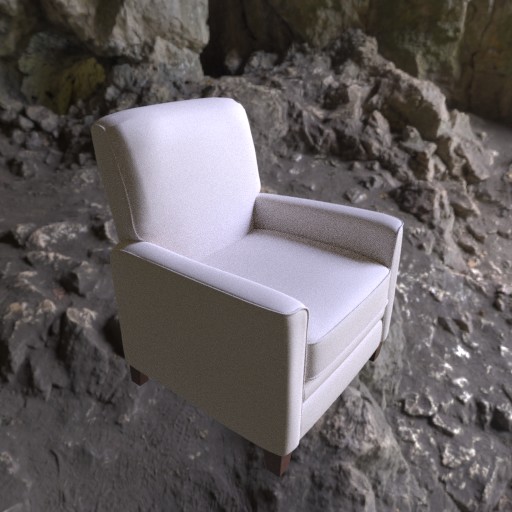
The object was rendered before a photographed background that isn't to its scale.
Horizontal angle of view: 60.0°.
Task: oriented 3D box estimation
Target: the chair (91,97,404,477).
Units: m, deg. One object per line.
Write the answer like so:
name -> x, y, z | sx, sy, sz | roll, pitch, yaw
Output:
chair -> 0.000, 0.000, 1.627 | 0.858, 1.028, 0.841 | 18, 31, 33
